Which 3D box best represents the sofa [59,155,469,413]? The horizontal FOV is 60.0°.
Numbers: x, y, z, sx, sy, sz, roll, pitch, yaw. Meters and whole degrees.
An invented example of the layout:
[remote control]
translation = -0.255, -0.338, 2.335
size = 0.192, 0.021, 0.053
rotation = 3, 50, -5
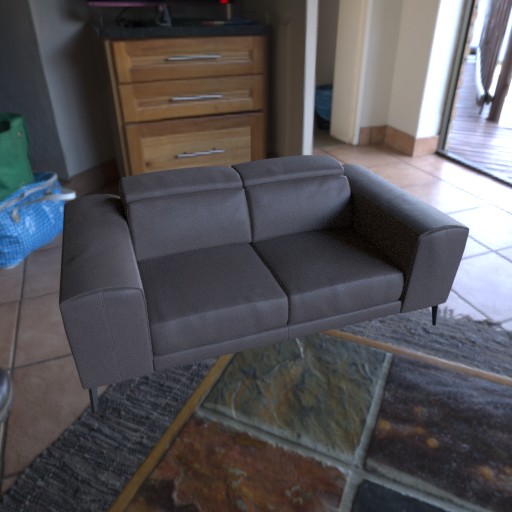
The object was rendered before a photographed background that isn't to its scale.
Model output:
[sofa]
translation = 0.000, 0.000, 2.390
size = 1.895, 0.779, 1.003
rotation = -10, 31, -17
